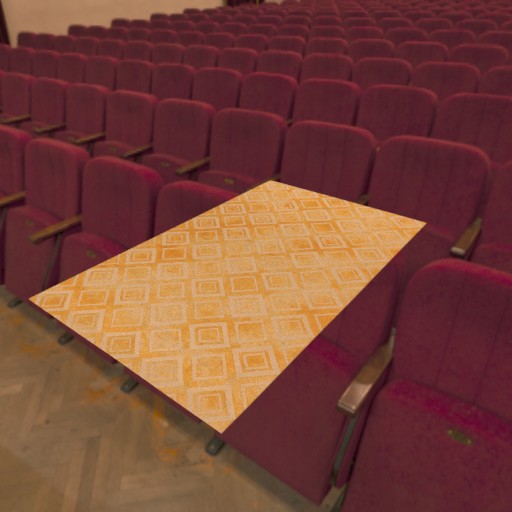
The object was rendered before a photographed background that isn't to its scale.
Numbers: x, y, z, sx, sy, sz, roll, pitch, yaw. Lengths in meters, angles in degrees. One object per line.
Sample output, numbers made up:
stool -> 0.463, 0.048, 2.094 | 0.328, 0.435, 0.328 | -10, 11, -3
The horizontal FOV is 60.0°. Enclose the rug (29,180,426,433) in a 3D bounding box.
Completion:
rug -> 0.000, 0.000, 3.029 | 1.511, 0.010, 2.424 | 21, 37, 32
